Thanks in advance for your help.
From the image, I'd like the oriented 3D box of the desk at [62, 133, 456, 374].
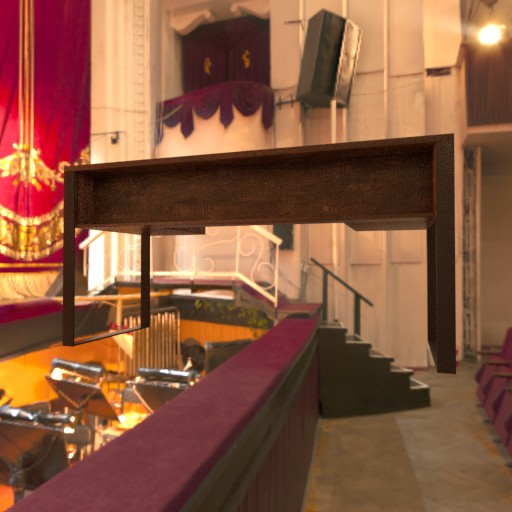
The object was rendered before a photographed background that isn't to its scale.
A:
[{"bbox_3d":[0.000,0.000,1.924,1.524,0.762,0.599,0,-1,18],"label":"desk"}]
